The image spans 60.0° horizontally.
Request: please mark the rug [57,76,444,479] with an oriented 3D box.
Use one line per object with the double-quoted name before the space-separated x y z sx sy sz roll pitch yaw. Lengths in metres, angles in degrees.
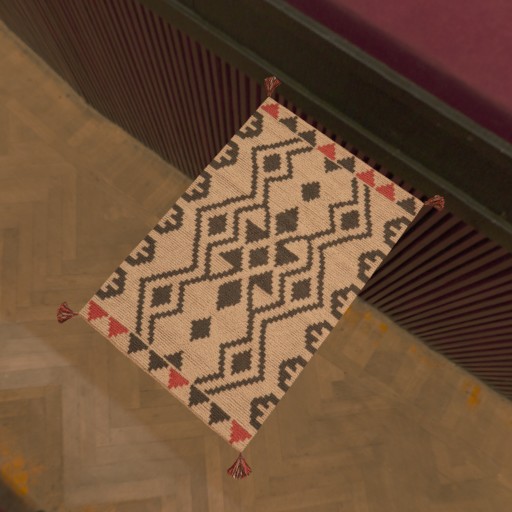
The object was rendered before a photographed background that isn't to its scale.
"rug" 0.000 0.000 2.650 1.444 0.067 2.069 37 79 9
